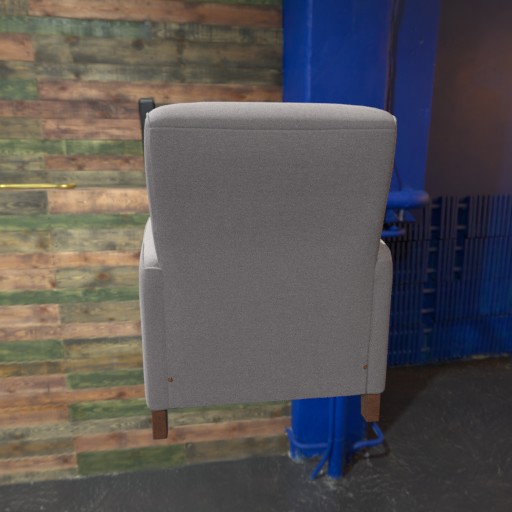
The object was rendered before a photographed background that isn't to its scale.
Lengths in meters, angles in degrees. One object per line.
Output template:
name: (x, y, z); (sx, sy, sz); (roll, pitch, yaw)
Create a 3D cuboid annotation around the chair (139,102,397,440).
chair: (0.000, 0.000, 1.671); (0.845, 1.023, 0.859); (-2, 13, -8)
